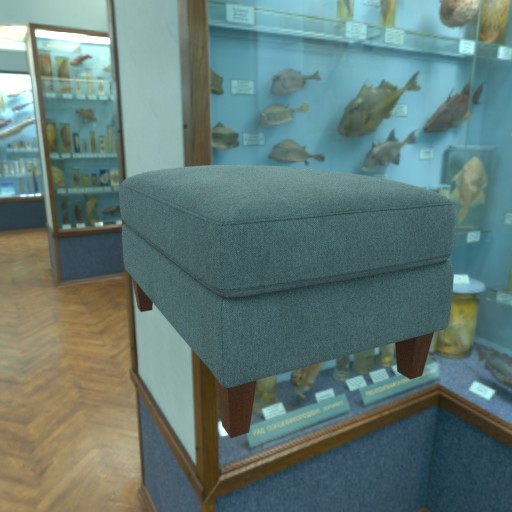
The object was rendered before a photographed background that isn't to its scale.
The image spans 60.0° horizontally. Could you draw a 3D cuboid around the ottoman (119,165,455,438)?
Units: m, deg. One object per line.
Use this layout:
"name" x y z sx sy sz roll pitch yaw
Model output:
"ottoman" 0.000 0.000 1.230 0.584 0.483 0.864 -7 16 -26
